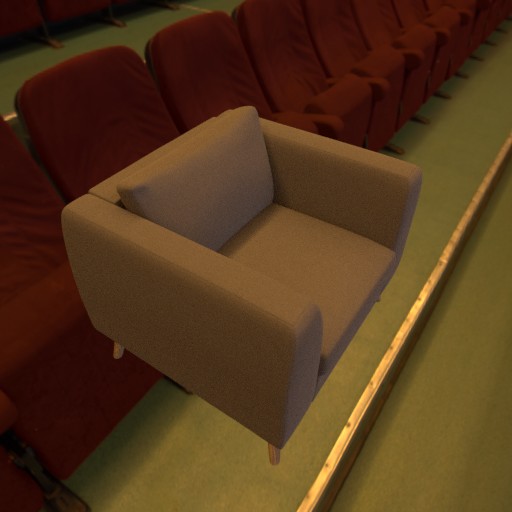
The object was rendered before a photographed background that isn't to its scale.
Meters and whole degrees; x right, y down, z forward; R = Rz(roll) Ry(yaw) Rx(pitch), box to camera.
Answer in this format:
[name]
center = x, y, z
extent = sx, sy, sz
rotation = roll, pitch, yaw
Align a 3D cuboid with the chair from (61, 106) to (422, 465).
[chair]
center = 0.000, 0.000, 1.727
extent = 0.930, 0.860, 1.000
rotation = 24, 48, 25
